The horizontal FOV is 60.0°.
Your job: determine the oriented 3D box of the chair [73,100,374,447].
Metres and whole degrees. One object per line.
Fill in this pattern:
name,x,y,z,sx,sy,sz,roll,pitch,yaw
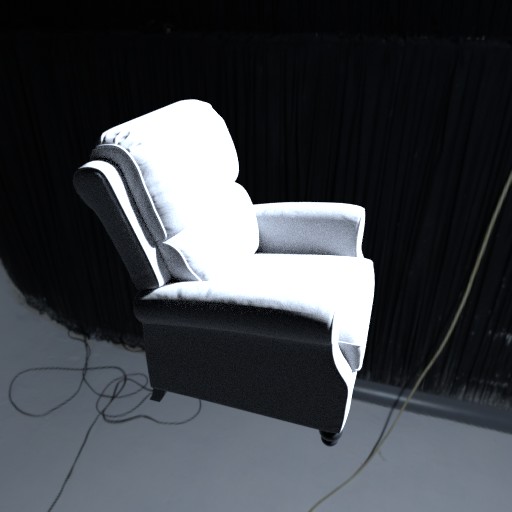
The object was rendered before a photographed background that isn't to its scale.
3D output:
chair,0.000,0.000,1.729,0.919,1.046,0.859,9,31,15
